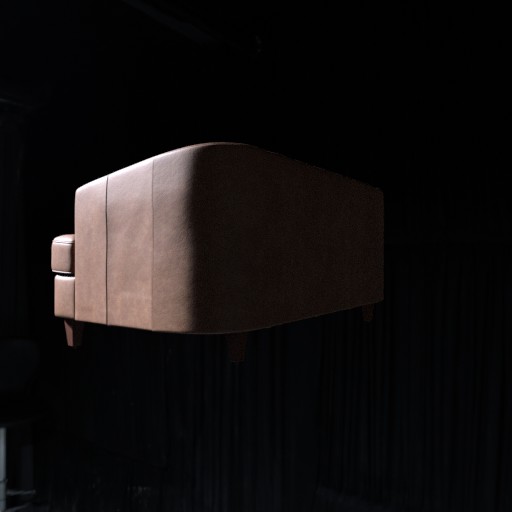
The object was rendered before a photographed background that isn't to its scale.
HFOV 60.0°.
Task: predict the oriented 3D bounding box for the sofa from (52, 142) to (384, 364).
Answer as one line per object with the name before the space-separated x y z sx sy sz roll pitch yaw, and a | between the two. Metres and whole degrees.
sofa | 0.000 0.000 2.326 0.914 0.786 1.755 0 0 36
